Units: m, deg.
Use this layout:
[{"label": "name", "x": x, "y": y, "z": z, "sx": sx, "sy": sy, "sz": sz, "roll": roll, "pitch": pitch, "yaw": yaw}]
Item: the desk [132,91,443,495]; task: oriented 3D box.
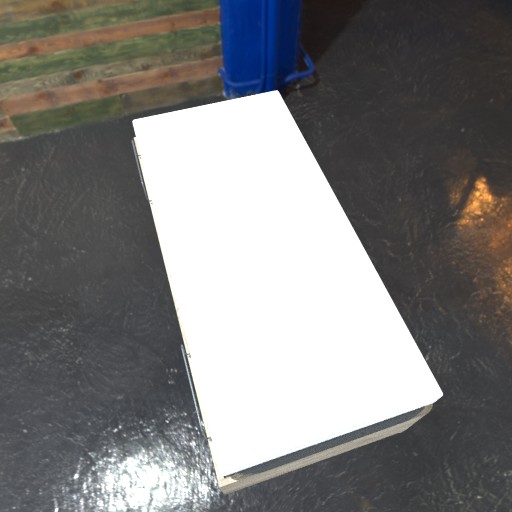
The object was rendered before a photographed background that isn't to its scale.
[{"label": "desk", "x": 0.000, "y": 0.000, "z": 2.216, "sx": 0.900, "sy": 0.455, "sz": 1.900, "roll": -15, "pitch": 58, "yaw": -10}]
